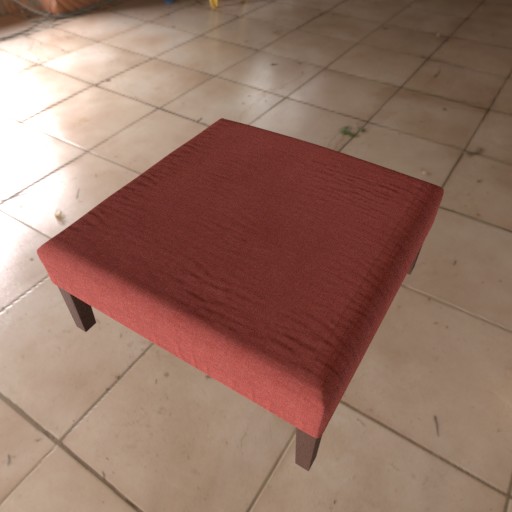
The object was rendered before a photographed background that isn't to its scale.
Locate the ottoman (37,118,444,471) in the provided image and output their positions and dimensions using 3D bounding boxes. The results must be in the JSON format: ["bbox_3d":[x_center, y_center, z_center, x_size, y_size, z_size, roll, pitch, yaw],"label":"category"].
[{"bbox_3d":[0.000,0.000,1.438,0.890,0.411,0.889,24,50,22],"label":"ottoman"}]
